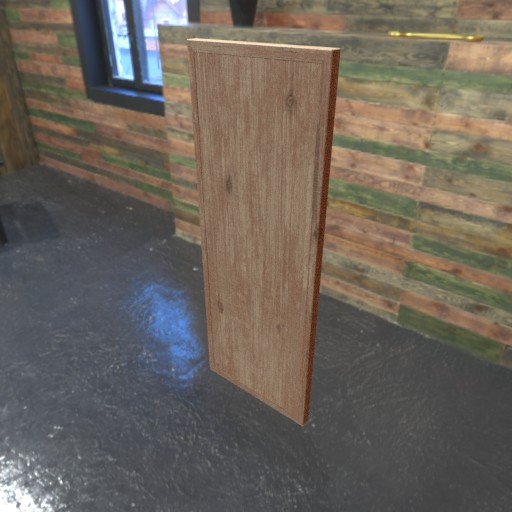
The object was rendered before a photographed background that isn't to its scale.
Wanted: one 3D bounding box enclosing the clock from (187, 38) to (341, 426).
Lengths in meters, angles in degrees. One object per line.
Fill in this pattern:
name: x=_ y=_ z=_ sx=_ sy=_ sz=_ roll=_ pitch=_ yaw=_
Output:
clock: x=0.000 y=0.000 z=1.112 sx=0.361 sy=0.965 sz=0.030 roll=22 pitch=37 yaw=33
